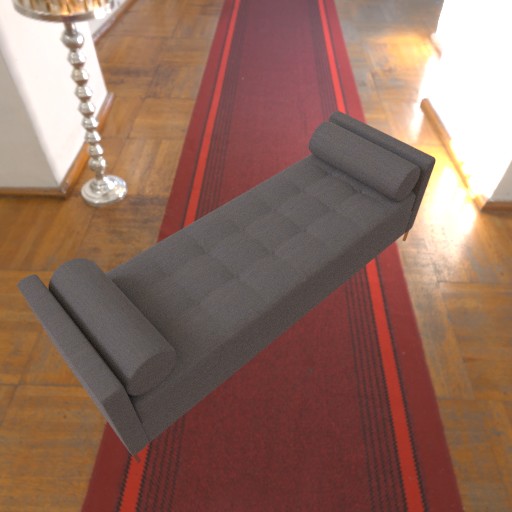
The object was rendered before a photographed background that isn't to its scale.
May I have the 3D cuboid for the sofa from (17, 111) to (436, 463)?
[{"bbox_3d":[0.000,0.000,2.264,1.981,0.635,0.686,-34,56,-27],"label":"sofa"}]
